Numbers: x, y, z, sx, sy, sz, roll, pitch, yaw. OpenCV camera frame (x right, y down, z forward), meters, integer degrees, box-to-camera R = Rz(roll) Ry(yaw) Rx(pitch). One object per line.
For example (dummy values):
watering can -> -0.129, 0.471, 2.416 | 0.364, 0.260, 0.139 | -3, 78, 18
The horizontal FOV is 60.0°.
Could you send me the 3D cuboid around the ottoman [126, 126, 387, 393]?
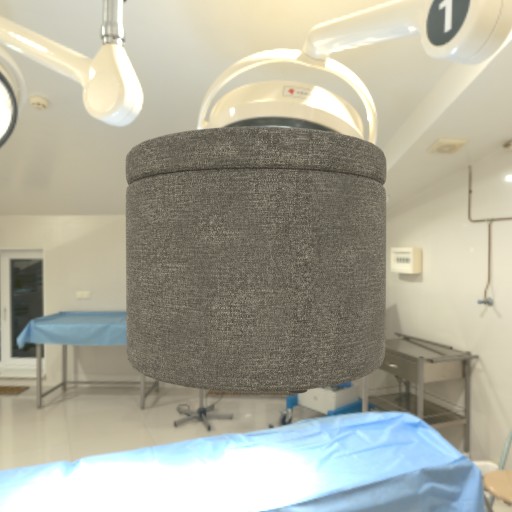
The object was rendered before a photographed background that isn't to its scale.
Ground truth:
ottoman -> 0.000, 0.000, 0.888 | 0.500, 0.419, 0.500 | 0, 1, 0
